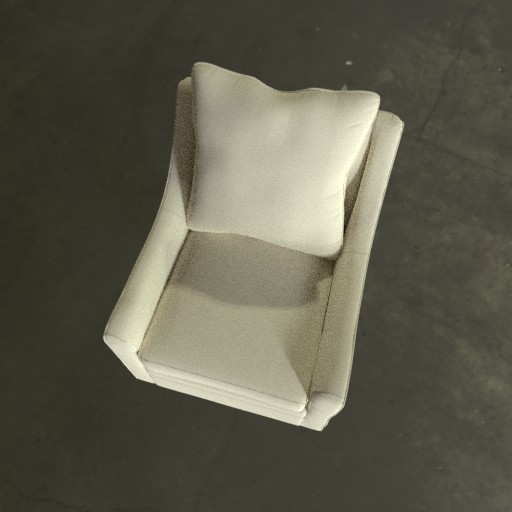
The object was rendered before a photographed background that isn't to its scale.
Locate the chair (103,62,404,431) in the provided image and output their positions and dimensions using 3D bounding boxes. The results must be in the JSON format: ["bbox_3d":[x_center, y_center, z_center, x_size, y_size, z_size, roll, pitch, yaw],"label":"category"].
[{"bbox_3d":[0.000,0.000,1.536,0.756,0.965,0.876,13,61,8],"label":"chair"}]
